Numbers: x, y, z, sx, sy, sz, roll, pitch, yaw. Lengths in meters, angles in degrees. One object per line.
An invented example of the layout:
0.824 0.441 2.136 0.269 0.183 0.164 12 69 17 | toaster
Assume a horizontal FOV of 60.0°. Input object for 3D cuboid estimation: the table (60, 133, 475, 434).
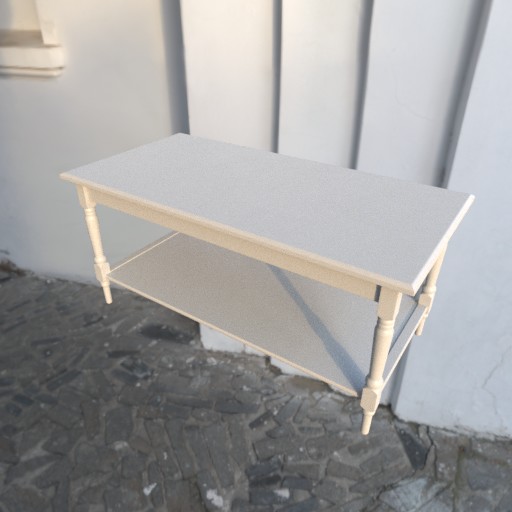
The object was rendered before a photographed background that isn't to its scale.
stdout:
0.000 0.000 1.440 1.109 0.506 0.551 19 36 29 | table
